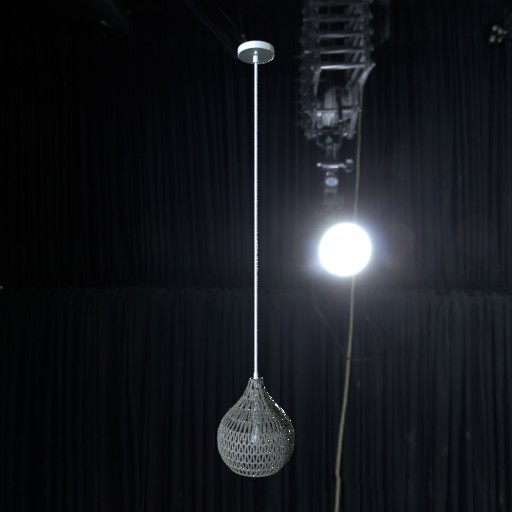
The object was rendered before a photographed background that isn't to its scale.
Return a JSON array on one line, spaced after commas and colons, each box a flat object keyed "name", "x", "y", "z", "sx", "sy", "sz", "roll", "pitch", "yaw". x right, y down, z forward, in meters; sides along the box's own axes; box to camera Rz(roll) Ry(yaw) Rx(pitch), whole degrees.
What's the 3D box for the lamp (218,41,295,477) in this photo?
[{"name": "lamp", "x": 0.000, "y": 0.000, "z": 2.054, "sx": 0.355, "sy": 1.919, "sz": 0.355, "roll": 0, "pitch": 0, "yaw": -1}]
